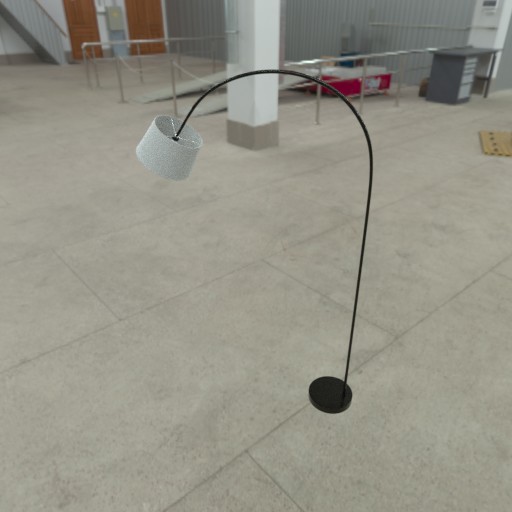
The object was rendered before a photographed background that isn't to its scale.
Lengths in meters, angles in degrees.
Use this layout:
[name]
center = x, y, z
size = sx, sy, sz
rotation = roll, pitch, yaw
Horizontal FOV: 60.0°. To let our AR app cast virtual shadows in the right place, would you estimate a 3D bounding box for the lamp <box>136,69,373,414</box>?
[lamp]
center = 0.000, 0.000, 2.688
size = 1.363, 2.104, 0.331
rotation = 7, 30, 12
